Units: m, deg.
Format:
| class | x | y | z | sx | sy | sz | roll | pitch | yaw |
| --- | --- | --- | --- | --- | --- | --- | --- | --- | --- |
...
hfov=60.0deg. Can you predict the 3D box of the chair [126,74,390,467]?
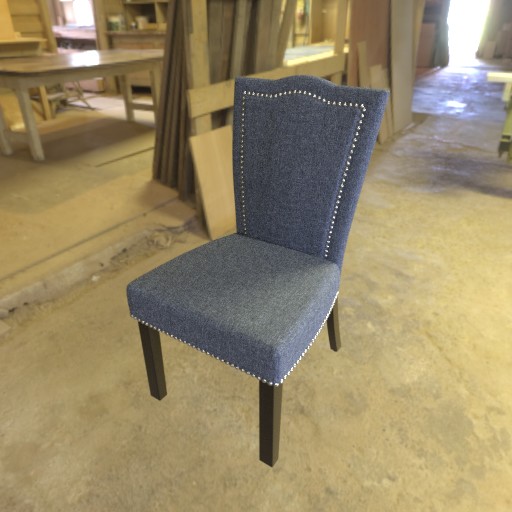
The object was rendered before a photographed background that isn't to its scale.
| class | x | y | z | sx | sy | sz | roll | pitch | yaw |
| --- | --- | --- | --- | --- | --- | --- | --- | --- | --- |
| chair | 0.000 | 0.000 | 1.307 | 0.518 | 0.946 | 0.589 | 18 | 34 | 29 |
